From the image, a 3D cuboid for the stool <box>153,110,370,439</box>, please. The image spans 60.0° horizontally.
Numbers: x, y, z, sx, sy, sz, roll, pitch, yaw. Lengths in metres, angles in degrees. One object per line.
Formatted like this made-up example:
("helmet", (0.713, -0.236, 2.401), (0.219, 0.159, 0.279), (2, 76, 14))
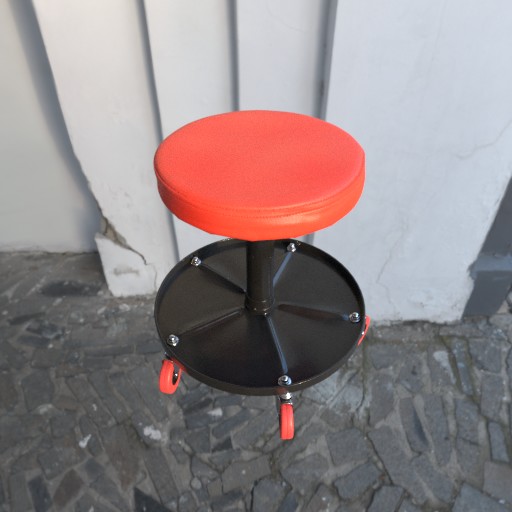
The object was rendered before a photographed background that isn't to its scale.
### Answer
("stool", (0.000, 0.000, 0.689), (0.382, 0.365, 0.381), (12, 42, 14))
